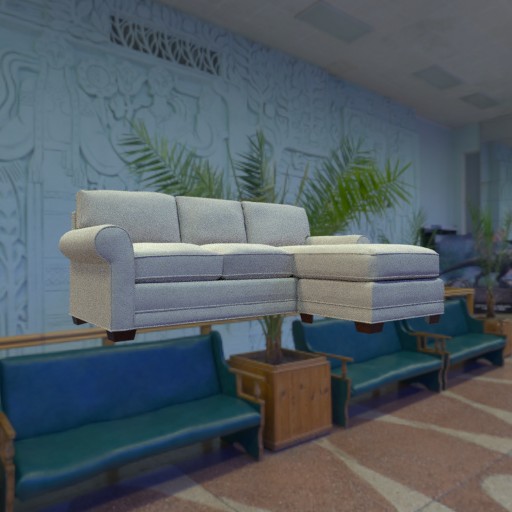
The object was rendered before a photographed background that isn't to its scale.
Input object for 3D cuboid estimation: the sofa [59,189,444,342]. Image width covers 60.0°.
[{"bbox_3d":[0.000,0.000,2.402,1.770,0.734,1.226,0,0,-37],"label":"sofa"}]
